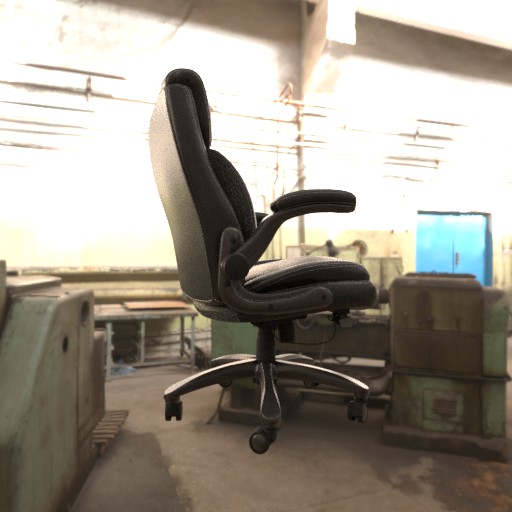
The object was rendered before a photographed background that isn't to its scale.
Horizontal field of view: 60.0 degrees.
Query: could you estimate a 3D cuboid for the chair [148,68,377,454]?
[{"bbox_3d":[0.000,0.000,1.601,0.724,1.110,0.782,0,0,-19],"label":"chair"}]
